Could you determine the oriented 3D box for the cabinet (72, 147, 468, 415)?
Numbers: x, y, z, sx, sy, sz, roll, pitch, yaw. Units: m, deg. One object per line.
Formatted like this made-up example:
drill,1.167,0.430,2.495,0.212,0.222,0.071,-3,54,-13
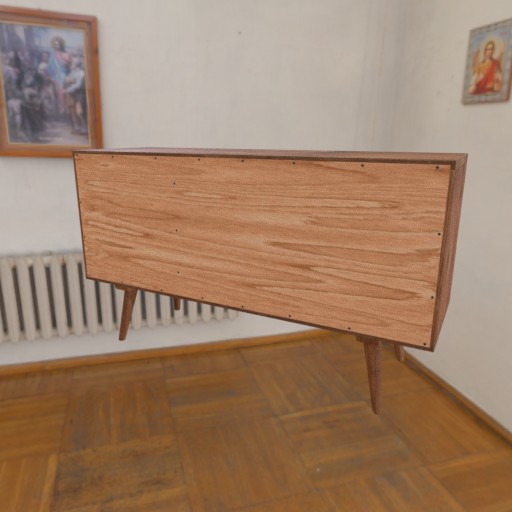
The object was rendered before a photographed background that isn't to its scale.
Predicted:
cabinet,0.000,0.000,1.743,1.400,0.800,0.472,8,18,27
